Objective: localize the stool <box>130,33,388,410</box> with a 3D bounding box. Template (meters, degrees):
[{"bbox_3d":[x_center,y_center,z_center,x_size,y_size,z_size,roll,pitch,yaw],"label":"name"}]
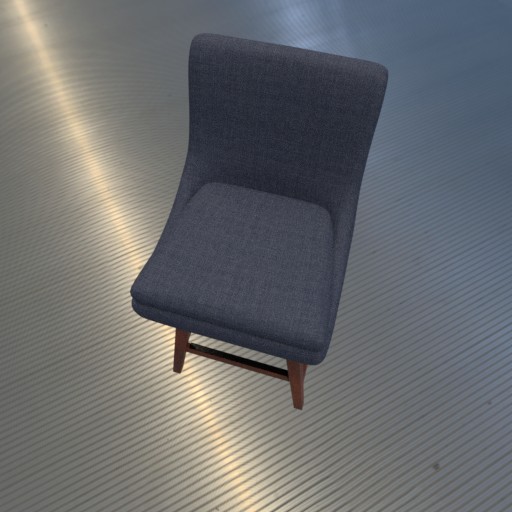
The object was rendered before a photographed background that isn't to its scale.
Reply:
[{"bbox_3d":[0.000,0.000,1.170,0.467,0.895,0.524,14,59,9],"label":"stool"}]
